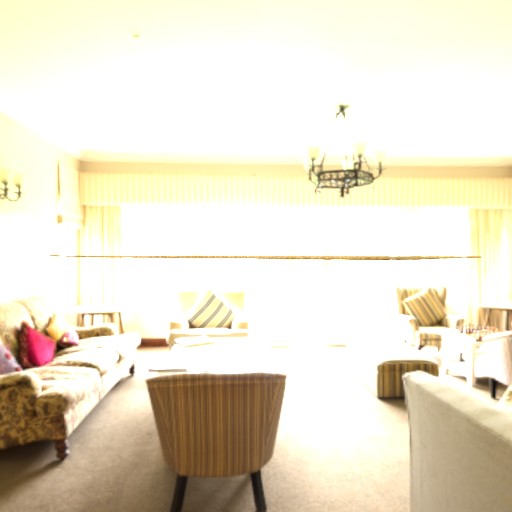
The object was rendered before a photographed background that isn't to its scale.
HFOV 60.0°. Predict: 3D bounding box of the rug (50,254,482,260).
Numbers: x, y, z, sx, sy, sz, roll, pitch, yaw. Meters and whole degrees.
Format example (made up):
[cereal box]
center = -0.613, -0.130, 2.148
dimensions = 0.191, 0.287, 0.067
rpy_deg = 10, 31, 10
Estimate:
[rug]
center = 0.000, 0.000, 2.948
dimensions = 2.447, 0.021, 1.527
rpy_deg = 0, 0, 37
